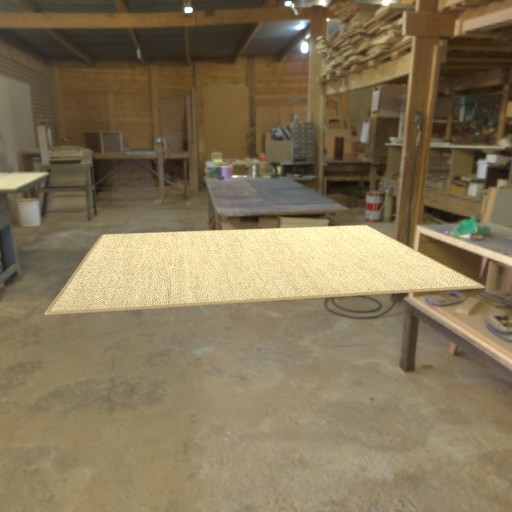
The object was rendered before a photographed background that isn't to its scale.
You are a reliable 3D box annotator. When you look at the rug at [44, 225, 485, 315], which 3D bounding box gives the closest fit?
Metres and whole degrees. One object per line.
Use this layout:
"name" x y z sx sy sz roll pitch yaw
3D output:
"rug" 0.000 0.000 2.794 2.115 0.013 1.517 -3 16 -9
